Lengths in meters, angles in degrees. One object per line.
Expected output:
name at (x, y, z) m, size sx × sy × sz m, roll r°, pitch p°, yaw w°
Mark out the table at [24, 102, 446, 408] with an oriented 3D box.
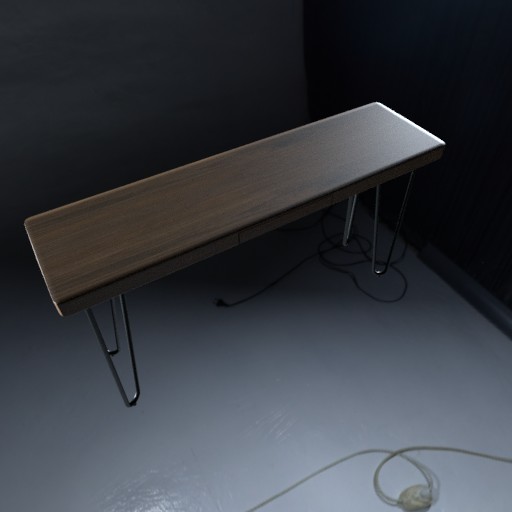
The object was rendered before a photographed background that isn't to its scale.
table at (0.000, 0.000, 1.939) m, size 1.570 × 0.834 × 0.425 m, roll -24°, pitch 51°, yaw -21°
